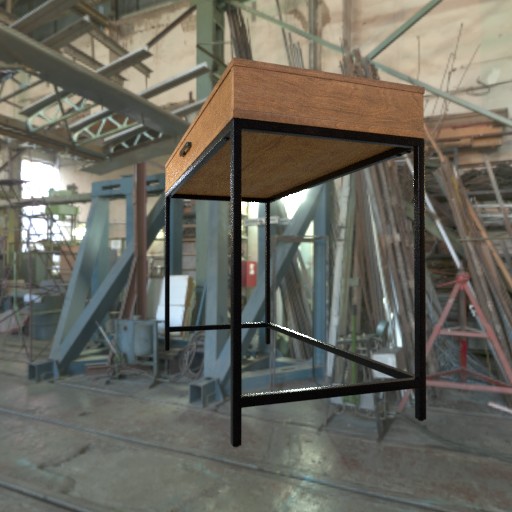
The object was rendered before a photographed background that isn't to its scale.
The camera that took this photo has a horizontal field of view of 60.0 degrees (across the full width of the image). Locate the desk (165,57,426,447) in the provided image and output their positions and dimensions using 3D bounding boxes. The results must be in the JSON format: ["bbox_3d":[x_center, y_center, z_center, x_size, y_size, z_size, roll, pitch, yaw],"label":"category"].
[{"bbox_3d":[0.000,0.000,1.415,0.470,0.762,1.016,0,-1,-19],"label":"desk"}]
